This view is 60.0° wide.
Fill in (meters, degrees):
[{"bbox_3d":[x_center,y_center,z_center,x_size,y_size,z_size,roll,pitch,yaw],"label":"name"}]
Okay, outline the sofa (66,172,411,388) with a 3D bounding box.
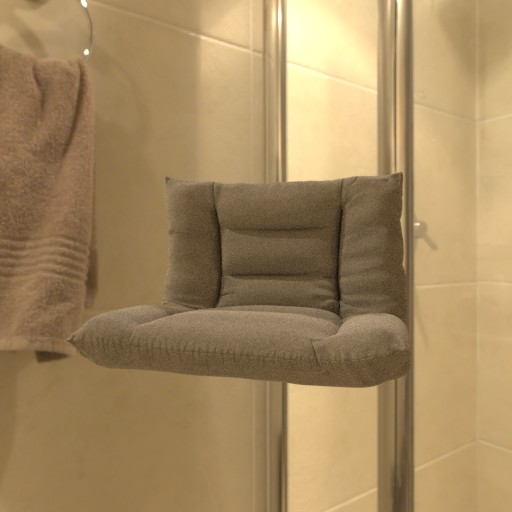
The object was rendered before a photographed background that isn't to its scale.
[{"bbox_3d":[0.000,0.000,1.737,1.144,0.795,0.847,0,0,17],"label":"sofa"}]
